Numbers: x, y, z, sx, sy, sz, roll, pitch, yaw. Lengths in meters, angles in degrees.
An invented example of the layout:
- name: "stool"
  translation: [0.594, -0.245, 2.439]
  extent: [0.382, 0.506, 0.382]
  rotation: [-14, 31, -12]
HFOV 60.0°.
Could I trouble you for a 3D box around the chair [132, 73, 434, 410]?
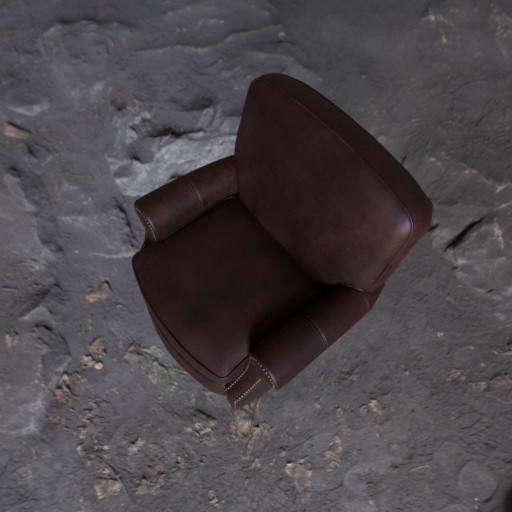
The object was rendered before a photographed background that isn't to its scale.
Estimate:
- name: "chair"
  translation: [0.000, 0.000, 1.787]
  extent: [0.986, 1.018, 0.936]
  rotation: [-35, 69, -16]
